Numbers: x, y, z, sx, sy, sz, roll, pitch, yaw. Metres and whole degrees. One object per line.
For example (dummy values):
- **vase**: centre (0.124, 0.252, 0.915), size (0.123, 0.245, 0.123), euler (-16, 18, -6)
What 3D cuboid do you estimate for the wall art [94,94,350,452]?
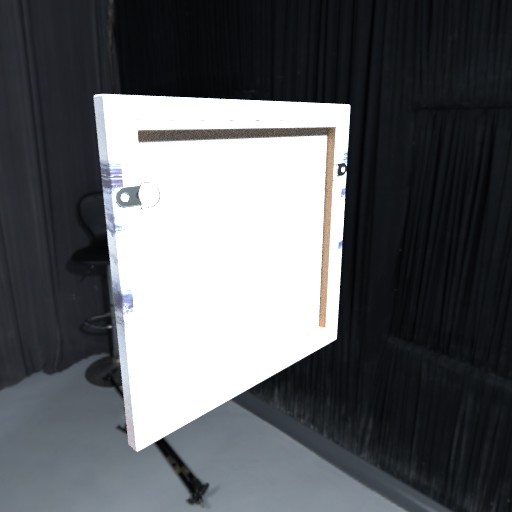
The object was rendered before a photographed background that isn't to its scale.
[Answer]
- **wall art**: centre (0.000, 0.000, 1.129), size (0.755, 0.747, 0.065), euler (-16, 23, -42)
